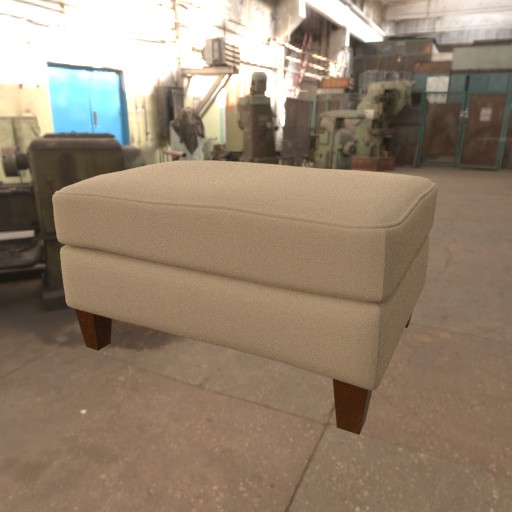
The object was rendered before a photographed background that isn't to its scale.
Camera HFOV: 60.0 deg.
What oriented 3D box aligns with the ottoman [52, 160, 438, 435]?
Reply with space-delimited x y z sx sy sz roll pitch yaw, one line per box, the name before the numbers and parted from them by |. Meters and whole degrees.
ottoman | 0.000 0.000 1.188 0.818 0.485 0.634 9 20 26
